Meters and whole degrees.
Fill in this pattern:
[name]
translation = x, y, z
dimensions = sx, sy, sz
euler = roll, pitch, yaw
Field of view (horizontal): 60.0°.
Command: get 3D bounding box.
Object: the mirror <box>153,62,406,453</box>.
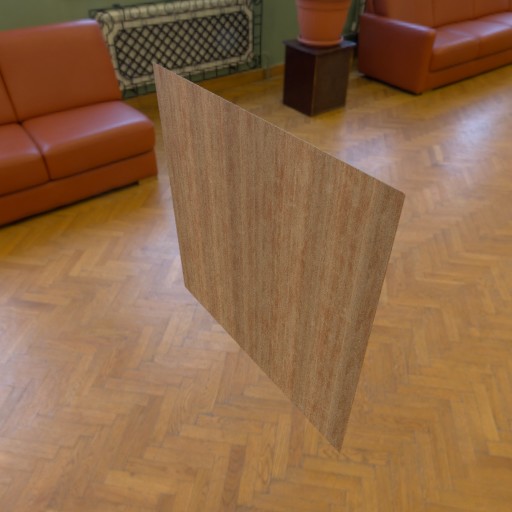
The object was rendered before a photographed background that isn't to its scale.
[mirror]
translation = 0.000, 0.000, 0.950
dimensions = 0.047, 0.651, 0.651
euler = -26, 47, -28
